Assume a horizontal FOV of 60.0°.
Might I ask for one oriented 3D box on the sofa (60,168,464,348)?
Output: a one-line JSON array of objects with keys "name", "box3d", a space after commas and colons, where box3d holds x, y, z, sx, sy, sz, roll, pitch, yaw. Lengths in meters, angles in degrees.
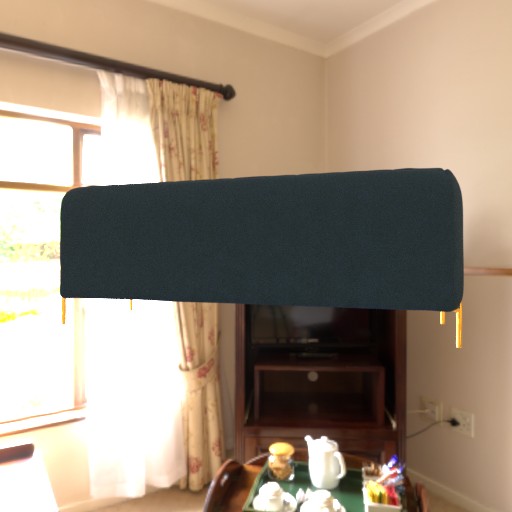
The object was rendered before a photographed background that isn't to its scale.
[{"name": "sofa", "box3d": [0.000, 0.000, 2.600, 2.136, 0.793, 0.896, 0, 0, 17]}]
